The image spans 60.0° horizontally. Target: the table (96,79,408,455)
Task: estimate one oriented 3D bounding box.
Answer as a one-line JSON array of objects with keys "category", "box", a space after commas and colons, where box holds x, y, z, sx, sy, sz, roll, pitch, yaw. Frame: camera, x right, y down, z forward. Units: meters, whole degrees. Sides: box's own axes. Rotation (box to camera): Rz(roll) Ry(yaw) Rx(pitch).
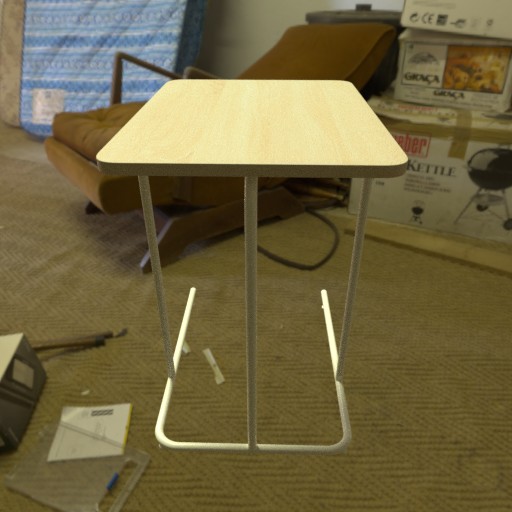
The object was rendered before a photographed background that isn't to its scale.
[{"category": "table", "box": [0.000, 0.000, 0.852, 0.370, 0.550, 0.480, 1, 32, 1]}]
